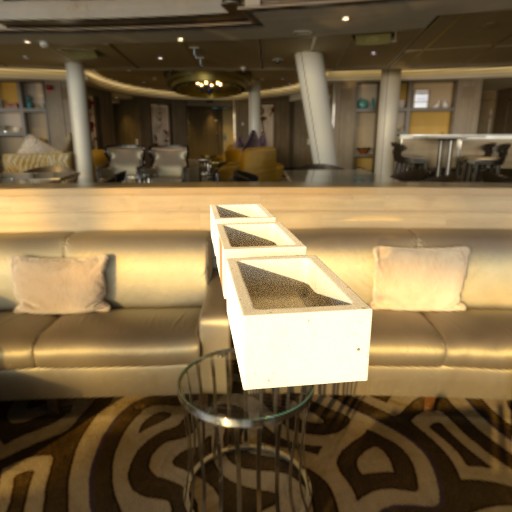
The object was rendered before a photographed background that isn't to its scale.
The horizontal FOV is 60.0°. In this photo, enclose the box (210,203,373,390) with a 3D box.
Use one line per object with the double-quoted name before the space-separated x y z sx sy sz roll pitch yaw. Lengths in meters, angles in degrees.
"box" 0.000 0.000 0.497 0.082 0.051 0.461 -2 15 -8
